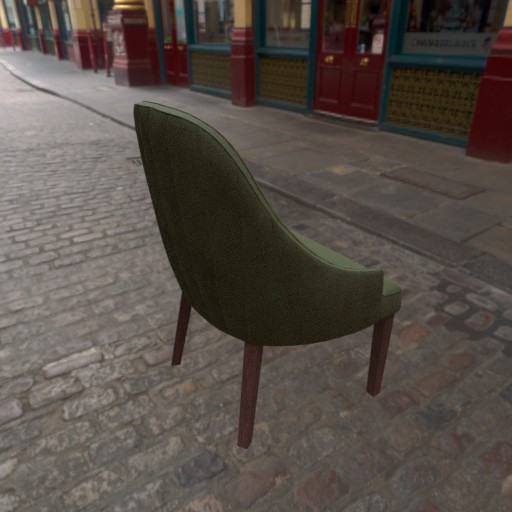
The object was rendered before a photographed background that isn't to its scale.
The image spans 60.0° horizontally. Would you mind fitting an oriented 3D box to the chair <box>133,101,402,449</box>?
[{"bbox_3d":[0.000,0.000,1.293,0.575,0.889,0.643,-18,31,-32],"label":"chair"}]
